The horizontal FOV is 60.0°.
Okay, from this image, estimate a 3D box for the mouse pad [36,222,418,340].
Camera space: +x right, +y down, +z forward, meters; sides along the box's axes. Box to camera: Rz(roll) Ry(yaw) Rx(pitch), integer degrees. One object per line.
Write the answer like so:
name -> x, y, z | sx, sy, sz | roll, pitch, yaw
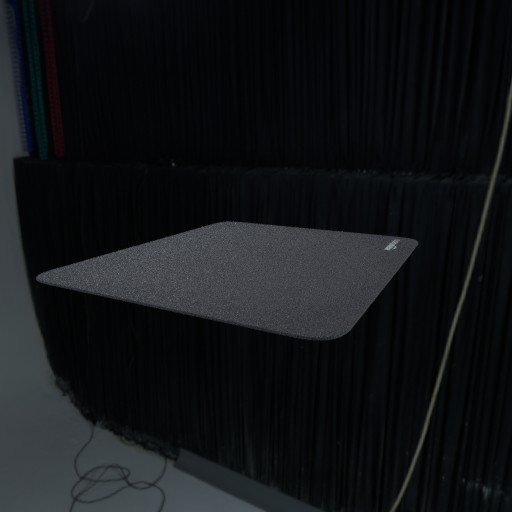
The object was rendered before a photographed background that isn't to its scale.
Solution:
mouse pad -> 0.000, 0.000, 0.442 | 0.269, 0.002, 0.315 | 7, 16, 27
